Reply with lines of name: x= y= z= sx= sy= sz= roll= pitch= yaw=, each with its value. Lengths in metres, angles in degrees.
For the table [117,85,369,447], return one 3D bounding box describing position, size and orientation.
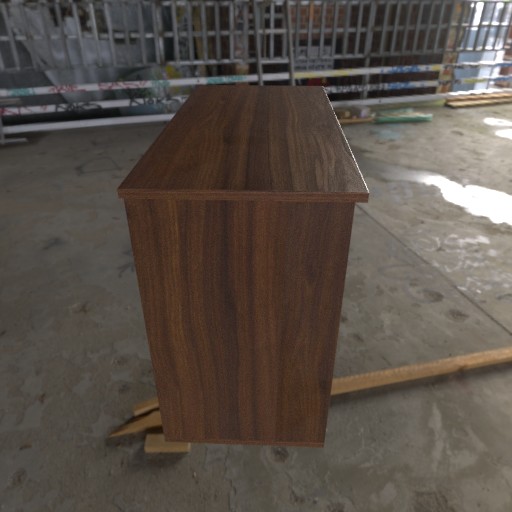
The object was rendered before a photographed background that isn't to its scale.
table: x=0.000 y=0.000 z=1.198 sx=0.390 sy=0.725 sz=0.802 roll=1 pitch=32 yaw=2
